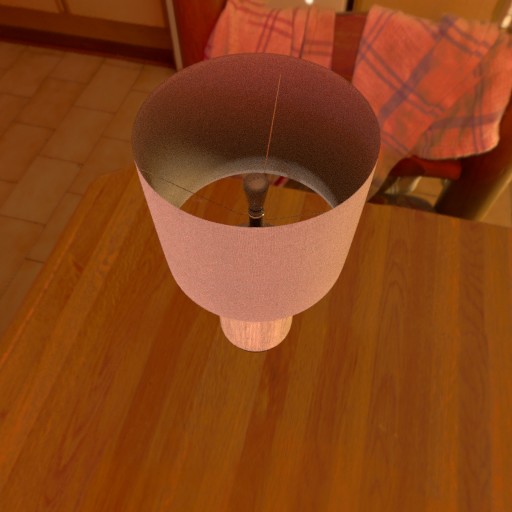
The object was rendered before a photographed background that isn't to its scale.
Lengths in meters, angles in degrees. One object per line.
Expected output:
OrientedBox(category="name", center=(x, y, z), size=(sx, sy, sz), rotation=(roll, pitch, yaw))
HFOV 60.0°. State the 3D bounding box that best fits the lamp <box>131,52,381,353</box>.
OrientedBox(category="lamp", center=(0.000, 0.000, 0.594), size=(0.228, 0.444, 0.228), rotation=(-14, 59, -8))
